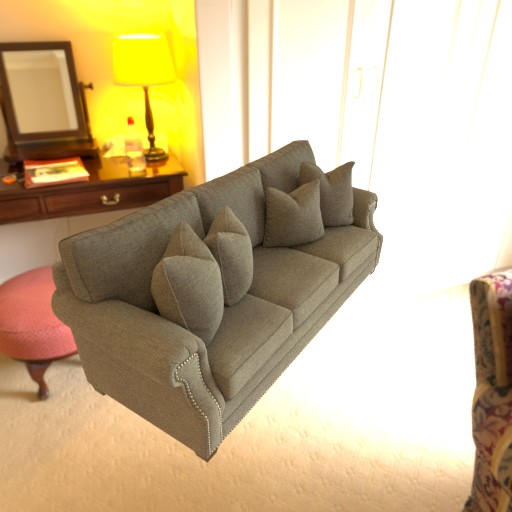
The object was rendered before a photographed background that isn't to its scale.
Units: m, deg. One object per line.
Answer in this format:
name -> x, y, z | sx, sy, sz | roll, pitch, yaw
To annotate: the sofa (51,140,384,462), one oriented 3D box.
sofa -> 0.000, 0.000, 2.809 | 0.965, 0.975, 2.312 | 18, 34, 30
